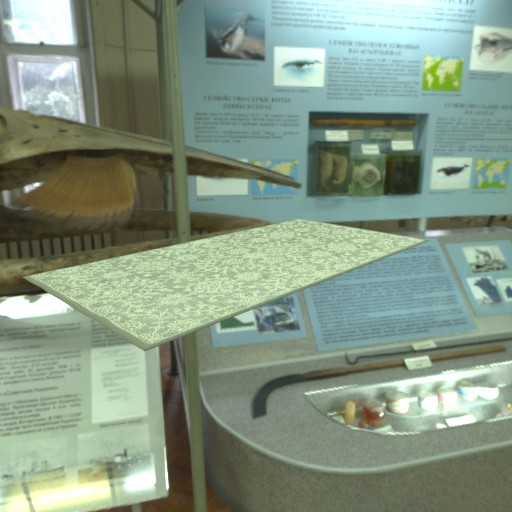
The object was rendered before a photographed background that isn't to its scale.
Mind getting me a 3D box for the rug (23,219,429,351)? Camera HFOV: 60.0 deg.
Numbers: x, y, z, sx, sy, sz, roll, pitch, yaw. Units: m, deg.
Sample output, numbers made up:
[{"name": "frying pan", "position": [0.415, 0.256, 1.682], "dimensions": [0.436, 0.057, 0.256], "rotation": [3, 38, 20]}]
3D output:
[{"name": "rug", "position": [0.000, 0.000, 3.602], "dimensions": [1.546, 0.011, 3.048], "rotation": [15, 21, 42]}]
